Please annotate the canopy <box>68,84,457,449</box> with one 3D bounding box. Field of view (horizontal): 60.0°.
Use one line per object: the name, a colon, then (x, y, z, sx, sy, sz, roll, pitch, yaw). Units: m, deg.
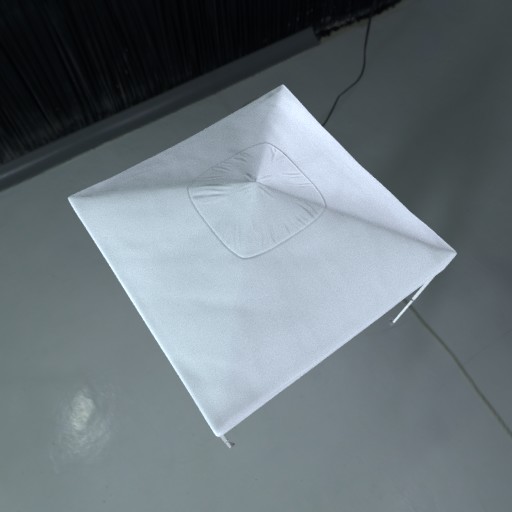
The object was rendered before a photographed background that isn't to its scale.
canopy: (0.000, 0.000, 5.375, 2.998, 2.997, 2.996, -33, 68, -15)
